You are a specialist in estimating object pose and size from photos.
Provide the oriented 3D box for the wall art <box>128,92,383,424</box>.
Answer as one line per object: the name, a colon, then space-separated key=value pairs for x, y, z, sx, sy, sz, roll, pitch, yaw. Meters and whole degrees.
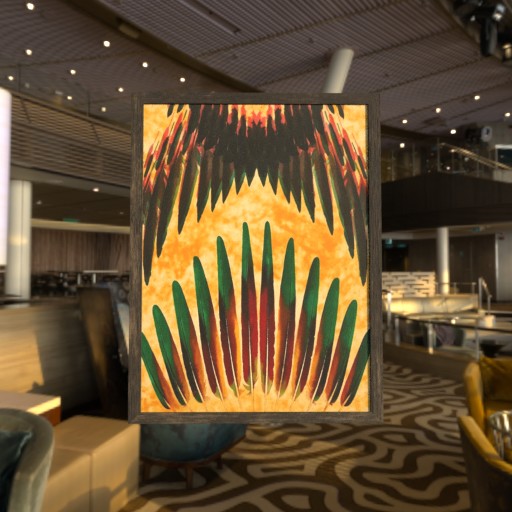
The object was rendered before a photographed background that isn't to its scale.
wall art: x=0.000 y=0.000 z=1.442 sx=0.812 sy=1.066 sz=0.029 roll=0 pitch=-2 yaw=-1
